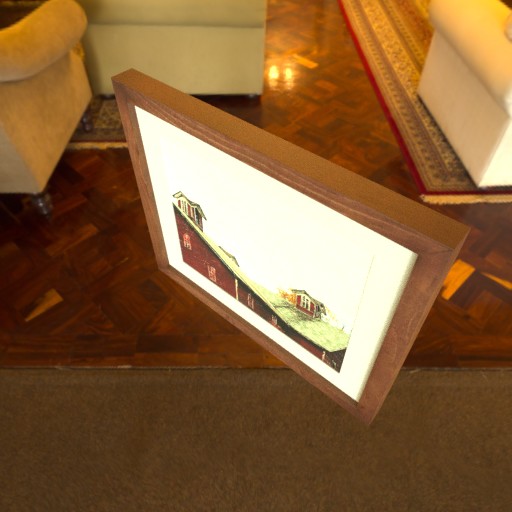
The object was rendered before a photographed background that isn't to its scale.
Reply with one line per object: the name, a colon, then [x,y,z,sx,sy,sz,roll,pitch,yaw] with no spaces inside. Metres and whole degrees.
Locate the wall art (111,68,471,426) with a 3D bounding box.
wall art: [0.000,0.000,0.535,0.401,0.328,0.030,33,56,26]
